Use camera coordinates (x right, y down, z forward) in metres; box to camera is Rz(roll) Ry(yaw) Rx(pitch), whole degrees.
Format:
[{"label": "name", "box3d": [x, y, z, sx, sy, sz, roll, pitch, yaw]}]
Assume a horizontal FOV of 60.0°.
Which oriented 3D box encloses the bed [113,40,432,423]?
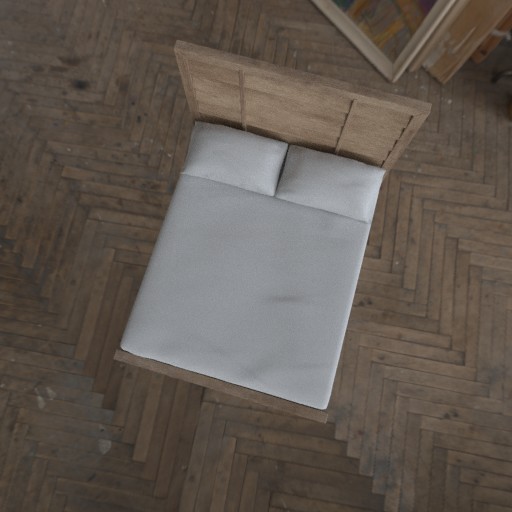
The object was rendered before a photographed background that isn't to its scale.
[{"label": "bed", "box3d": [0.000, 0.000, 3.268, 1.615, 1.631, 2.017, 16, 77, 4]}]
